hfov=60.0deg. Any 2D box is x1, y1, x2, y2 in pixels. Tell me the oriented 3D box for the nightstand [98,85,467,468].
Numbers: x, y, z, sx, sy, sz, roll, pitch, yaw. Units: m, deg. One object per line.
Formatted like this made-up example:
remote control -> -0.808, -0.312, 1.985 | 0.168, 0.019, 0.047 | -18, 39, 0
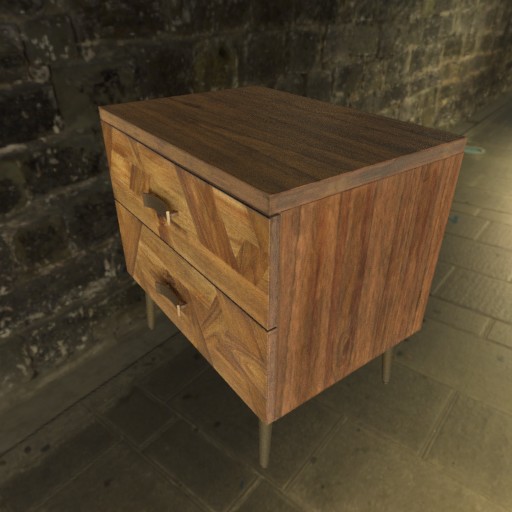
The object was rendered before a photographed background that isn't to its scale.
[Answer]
nightstand -> 0.000, 0.000, 1.015 | 0.458, 0.610, 0.610 | -21, 37, -31
